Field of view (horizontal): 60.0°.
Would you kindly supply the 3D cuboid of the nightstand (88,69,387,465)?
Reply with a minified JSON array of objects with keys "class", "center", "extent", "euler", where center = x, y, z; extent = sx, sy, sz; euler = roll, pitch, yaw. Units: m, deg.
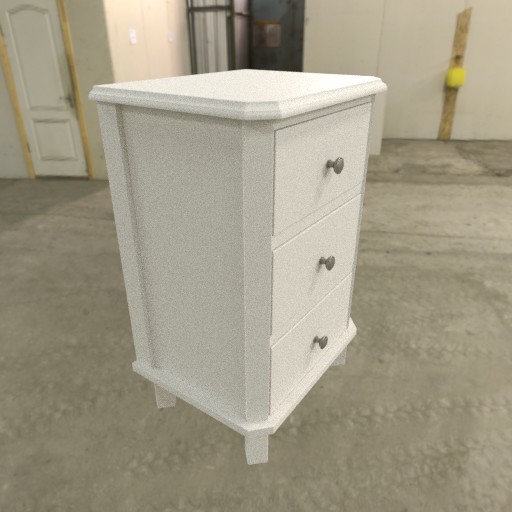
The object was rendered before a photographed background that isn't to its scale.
[{"class":"nightstand","center":[0.000,0.000,0.925],"extent":[0.351,0.681,0.435],"euler":[18,32,31]}]
